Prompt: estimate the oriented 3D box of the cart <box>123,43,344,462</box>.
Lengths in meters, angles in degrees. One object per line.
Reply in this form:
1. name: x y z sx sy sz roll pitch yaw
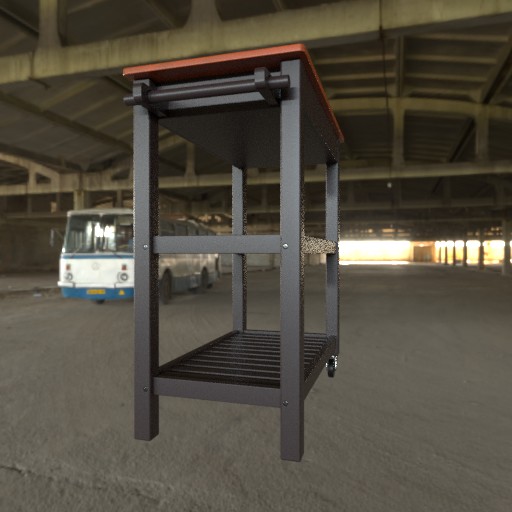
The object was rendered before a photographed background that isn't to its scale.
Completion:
1. cart: 0.000 0.000 1.399 0.457 0.927 0.899 0 0 17
